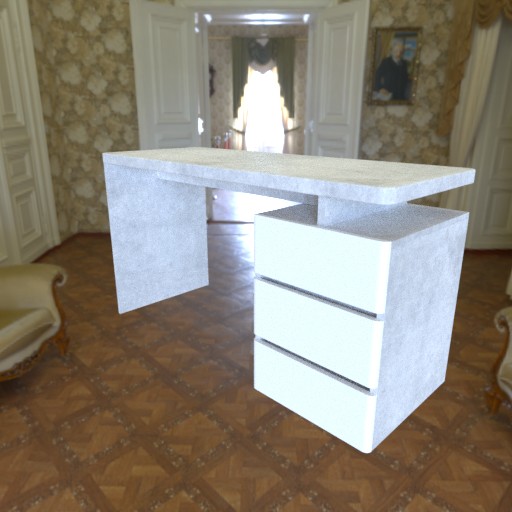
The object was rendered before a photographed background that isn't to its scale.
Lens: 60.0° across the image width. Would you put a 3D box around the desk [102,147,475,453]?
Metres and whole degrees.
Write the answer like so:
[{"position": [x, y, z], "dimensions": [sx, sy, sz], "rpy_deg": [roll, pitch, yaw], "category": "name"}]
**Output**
[{"position": [0.000, 0.000, 1.763], "dimensions": [1.400, 0.755, 0.550], "rpy_deg": [17, 24, 42], "category": "desk"}]
